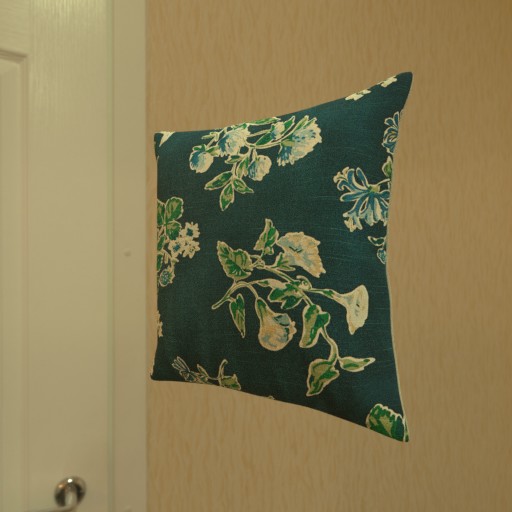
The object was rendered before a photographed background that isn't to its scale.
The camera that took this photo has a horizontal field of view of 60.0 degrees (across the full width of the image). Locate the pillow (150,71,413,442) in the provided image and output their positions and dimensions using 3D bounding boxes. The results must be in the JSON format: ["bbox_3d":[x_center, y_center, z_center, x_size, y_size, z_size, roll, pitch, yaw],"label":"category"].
[{"bbox_3d":[0.000,0.000,0.759,0.525,0.508,0.166,0,0,36],"label":"pillow"}]
